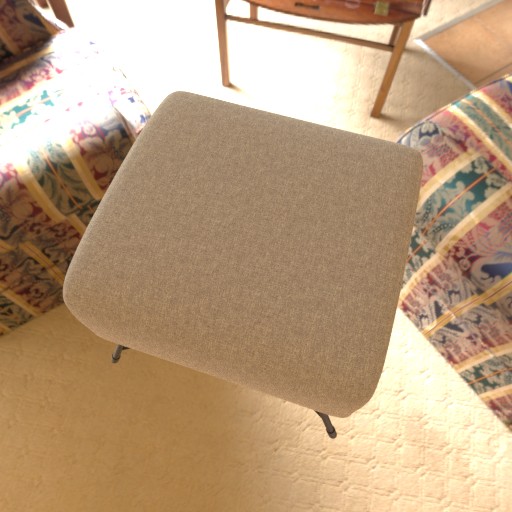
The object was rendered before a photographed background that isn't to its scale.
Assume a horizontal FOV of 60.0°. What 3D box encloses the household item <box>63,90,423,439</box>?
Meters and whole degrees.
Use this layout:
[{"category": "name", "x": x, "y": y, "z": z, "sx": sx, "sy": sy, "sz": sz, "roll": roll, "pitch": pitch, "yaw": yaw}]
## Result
[{"category": "household item", "x": 0.000, "y": 0.000, "z": 0.901, "sx": 0.530, "sy": 0.410, "sz": 0.530, "roll": 16, "pitch": 65, "yaw": 8}]
